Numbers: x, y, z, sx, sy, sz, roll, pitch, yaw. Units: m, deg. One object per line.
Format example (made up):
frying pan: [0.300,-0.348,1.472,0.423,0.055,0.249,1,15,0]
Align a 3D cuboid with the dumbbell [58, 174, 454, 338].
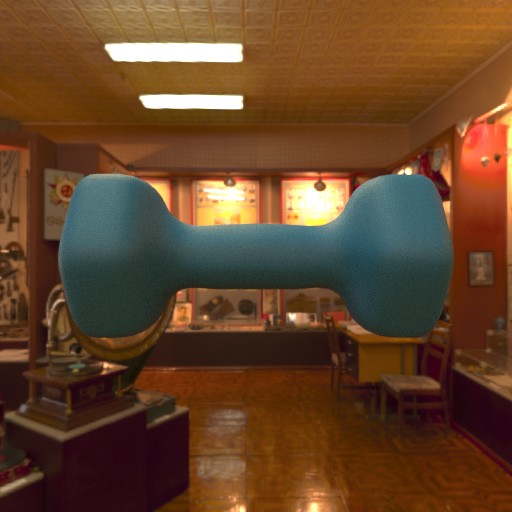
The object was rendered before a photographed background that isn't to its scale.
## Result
dumbbell: [0.000,0.000,0.190,0.152,0.066,0.074,0,0,1]
